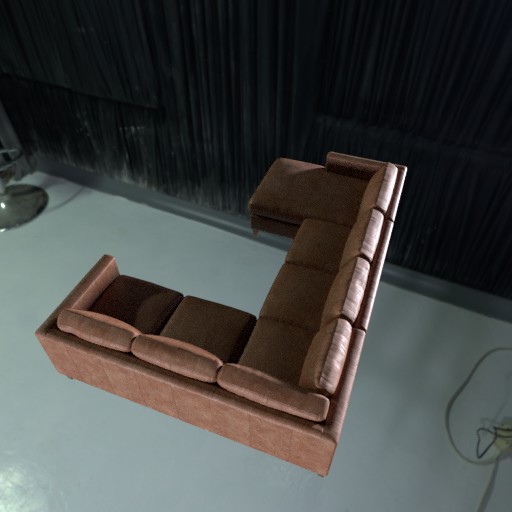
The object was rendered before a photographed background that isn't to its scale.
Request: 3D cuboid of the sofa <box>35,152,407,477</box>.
[{"bbox_3d":[0.000,0.000,4.484,2.430,0.832,3.401,15,47,15],"label":"sofa"}]
